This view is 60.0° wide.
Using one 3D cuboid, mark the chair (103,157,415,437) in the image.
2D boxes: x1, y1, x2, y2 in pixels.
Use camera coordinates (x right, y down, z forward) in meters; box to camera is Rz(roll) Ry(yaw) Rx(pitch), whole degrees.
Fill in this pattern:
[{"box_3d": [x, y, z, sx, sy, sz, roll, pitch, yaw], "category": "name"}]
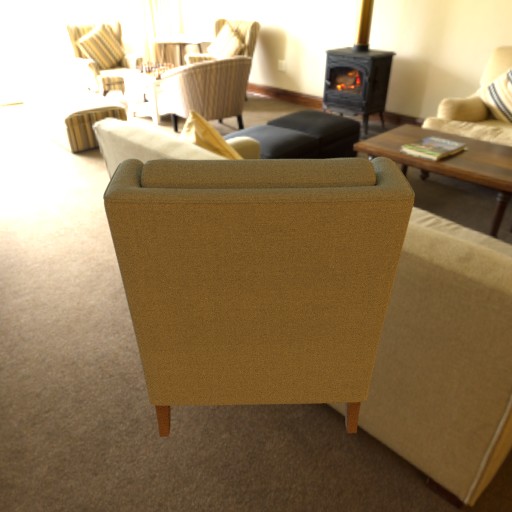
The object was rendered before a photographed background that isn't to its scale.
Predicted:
[{"box_3d": [0.000, 0.000, 1.826, 0.866, 1.056, 1.040, -1, 32, -1], "category": "chair"}]
